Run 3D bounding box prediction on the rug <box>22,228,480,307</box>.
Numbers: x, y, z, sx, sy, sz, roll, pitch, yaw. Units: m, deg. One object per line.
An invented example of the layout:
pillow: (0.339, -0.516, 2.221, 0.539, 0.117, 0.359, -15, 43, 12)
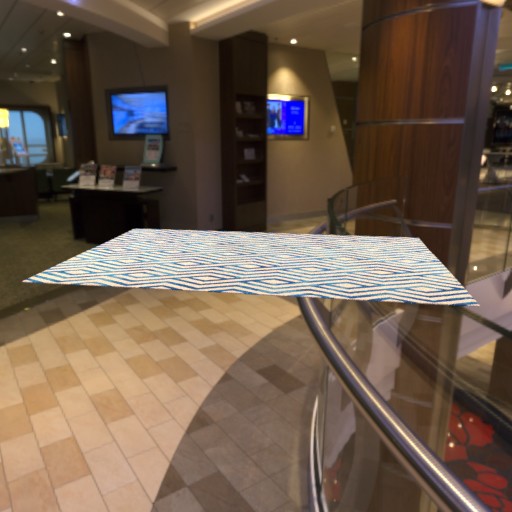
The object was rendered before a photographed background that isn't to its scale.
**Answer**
rug: (0.000, 0.000, 3.057, 2.439, 0.008, 1.531, 2, 15, 9)
